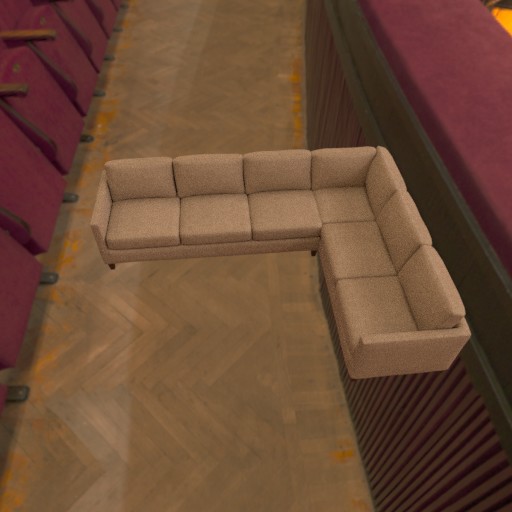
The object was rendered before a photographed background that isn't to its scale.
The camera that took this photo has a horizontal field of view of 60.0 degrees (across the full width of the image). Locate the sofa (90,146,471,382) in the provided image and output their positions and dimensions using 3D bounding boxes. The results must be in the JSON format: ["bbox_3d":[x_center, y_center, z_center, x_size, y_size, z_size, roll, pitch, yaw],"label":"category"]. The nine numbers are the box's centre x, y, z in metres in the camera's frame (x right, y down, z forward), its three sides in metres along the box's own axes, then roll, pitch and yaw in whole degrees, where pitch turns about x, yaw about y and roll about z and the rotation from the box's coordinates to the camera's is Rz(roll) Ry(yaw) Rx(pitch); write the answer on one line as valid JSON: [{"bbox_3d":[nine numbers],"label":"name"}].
[{"bbox_3d":[0.000,0.000,4.484,3.333,0.934,2.522,-4,48,-3],"label":"sofa"}]
